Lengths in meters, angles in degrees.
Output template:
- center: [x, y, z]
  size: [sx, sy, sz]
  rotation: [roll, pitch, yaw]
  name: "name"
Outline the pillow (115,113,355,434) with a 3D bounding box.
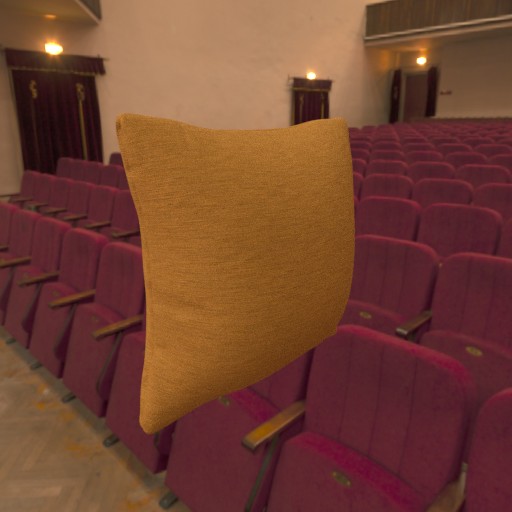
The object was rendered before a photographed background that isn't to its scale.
- center: [0.000, 0.000, 0.689]
  size: [0.435, 0.417, 0.247]
  rotation: [-16, 23, -42]
  name: "pillow"
